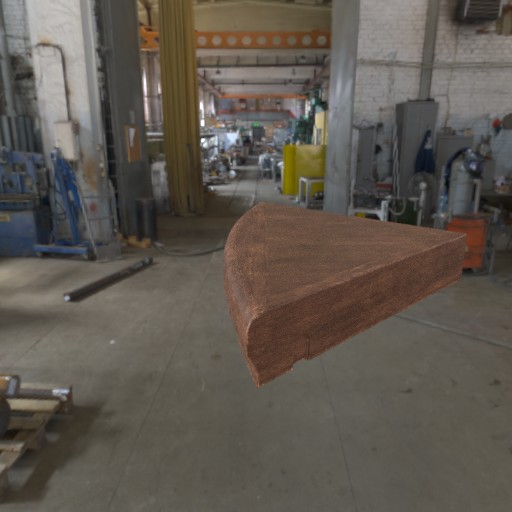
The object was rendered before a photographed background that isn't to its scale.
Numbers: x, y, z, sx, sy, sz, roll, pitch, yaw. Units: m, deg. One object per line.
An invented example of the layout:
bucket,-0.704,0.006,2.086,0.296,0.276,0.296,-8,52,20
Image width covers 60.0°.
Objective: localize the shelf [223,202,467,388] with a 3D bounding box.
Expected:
shelf,0.000,0.000,0.468,0.310,0.050,0.310,-15,21,-42
